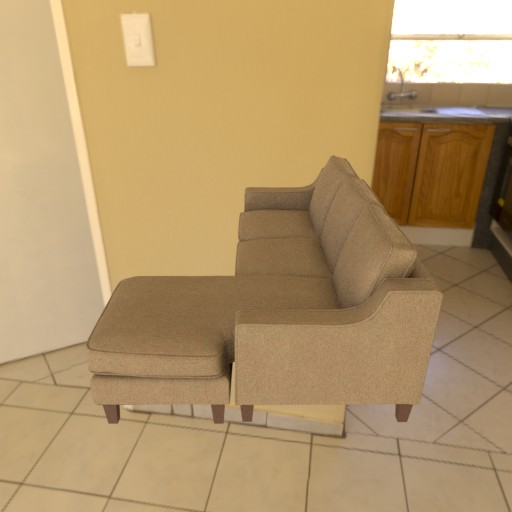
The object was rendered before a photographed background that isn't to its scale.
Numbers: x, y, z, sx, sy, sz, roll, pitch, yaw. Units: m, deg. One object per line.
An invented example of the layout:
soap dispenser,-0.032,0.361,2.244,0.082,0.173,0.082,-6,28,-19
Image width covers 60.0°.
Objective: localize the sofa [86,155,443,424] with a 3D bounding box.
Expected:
sofa,0.000,0.000,3.310,1.858,1.081,2.317,0,26,0
